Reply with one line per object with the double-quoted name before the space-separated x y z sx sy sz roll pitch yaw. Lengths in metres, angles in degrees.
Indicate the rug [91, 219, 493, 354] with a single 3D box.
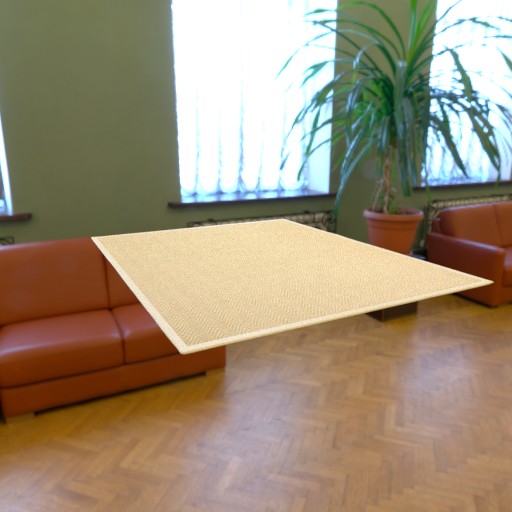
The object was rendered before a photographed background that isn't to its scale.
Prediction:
"rug" 0.000 0.000 4.023 2.423 0.019 3.009 -8 17 -27
